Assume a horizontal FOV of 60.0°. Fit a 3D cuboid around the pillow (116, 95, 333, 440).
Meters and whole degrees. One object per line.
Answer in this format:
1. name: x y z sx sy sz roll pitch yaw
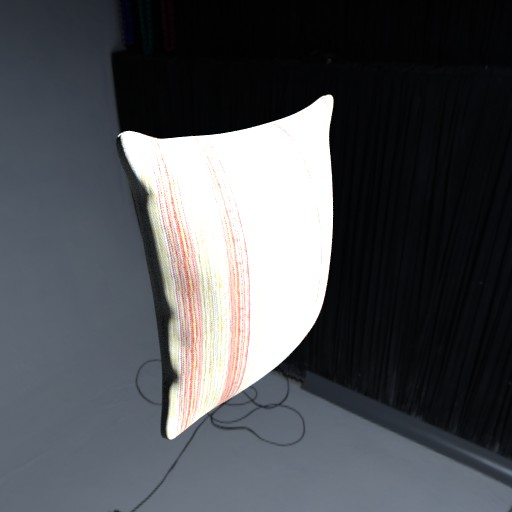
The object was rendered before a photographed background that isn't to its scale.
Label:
1. pillow: 0.000 0.000 0.700 0.191 0.449 0.451 18 32 32
